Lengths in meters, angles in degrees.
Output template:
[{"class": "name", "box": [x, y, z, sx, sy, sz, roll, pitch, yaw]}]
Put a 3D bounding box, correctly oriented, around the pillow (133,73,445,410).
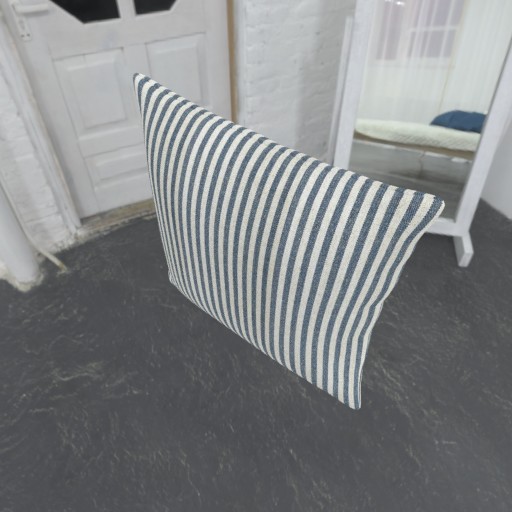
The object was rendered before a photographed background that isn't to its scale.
[{"class": "pillow", "box": [0.000, 0.000, 0.780, 0.523, 0.510, 0.166, 30, 54, 25]}]
